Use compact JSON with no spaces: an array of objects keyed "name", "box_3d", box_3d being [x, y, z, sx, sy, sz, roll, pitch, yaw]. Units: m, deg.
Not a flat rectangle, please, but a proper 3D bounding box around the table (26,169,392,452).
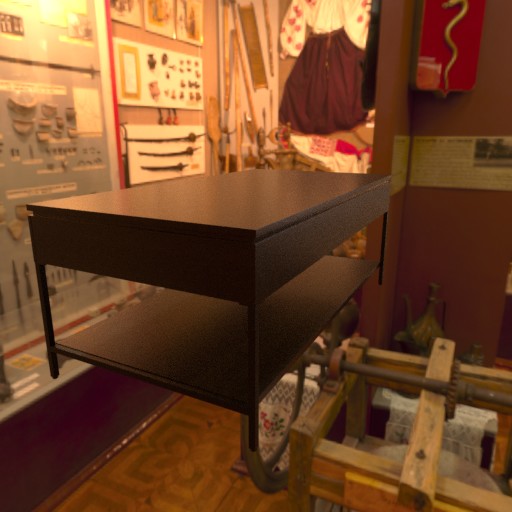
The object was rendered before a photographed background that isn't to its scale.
[{"name":"table","box_3d":[0.000,0.000,1.375,0.574,0.435,1.095,8,18,27]}]
